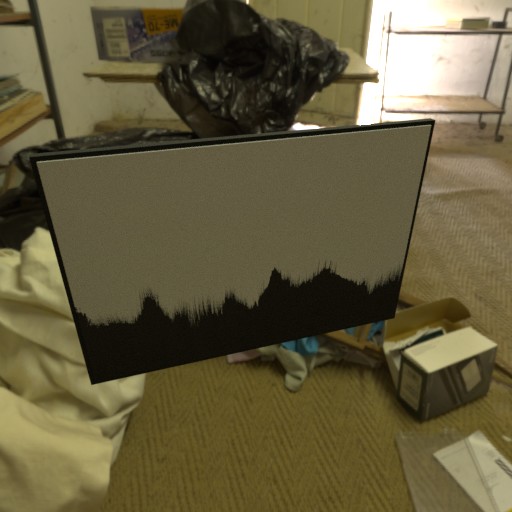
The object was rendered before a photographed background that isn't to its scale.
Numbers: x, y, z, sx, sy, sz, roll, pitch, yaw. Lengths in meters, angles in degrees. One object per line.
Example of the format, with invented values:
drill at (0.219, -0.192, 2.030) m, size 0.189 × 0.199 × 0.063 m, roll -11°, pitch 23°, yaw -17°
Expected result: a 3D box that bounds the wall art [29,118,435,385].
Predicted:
wall art at (0.000, 0.000, 1.471) m, size 1.190 × 0.805 × 0.028 m, roll -9°, pitch 32°, yaw -15°
